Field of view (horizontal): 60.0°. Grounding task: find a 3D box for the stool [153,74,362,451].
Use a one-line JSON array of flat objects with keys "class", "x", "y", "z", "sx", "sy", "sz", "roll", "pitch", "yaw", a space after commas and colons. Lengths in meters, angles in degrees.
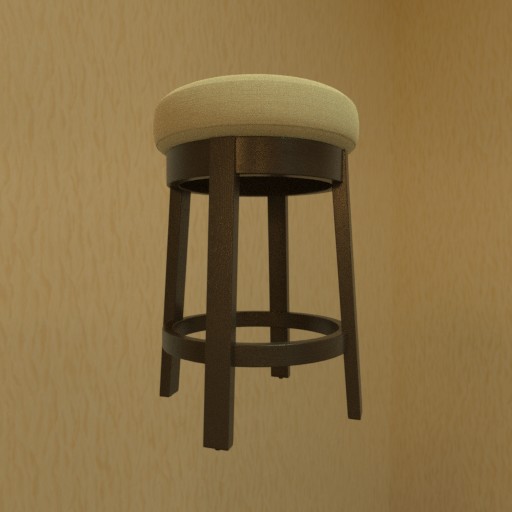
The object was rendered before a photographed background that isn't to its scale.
[{"class": "stool", "x": 0.000, "y": 0.000, "z": 0.956, "sx": 0.449, "sy": 0.655, "sz": 0.449, "roll": 0, "pitch": 2, "yaw": 0}]
